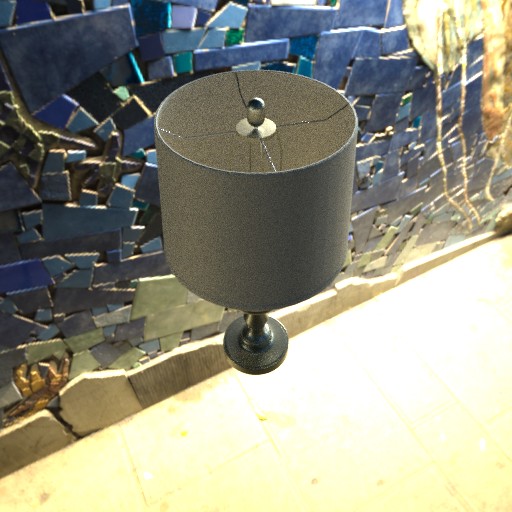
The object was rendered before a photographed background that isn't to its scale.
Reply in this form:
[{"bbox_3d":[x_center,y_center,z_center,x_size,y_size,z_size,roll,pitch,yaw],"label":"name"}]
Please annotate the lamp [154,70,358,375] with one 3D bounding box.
[{"bbox_3d":[0.000,0.000,0.976,0.383,0.733,0.383,0,47,0],"label":"lamp"}]
